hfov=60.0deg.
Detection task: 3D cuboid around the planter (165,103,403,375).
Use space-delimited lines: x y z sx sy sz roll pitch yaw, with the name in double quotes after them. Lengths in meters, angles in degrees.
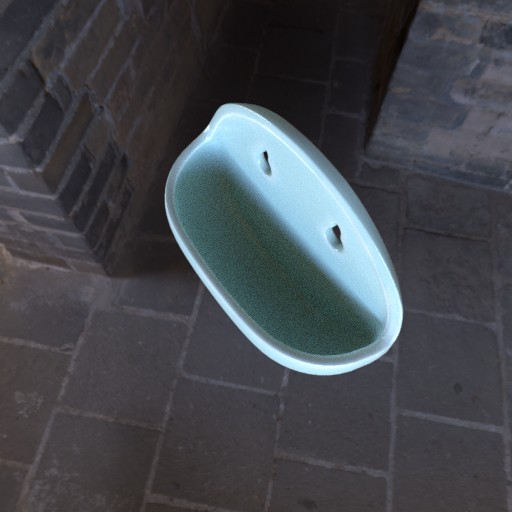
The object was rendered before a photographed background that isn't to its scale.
0.000 0.000 0.282 0.073 0.164 0.189 -34 69 -15 "planter"
